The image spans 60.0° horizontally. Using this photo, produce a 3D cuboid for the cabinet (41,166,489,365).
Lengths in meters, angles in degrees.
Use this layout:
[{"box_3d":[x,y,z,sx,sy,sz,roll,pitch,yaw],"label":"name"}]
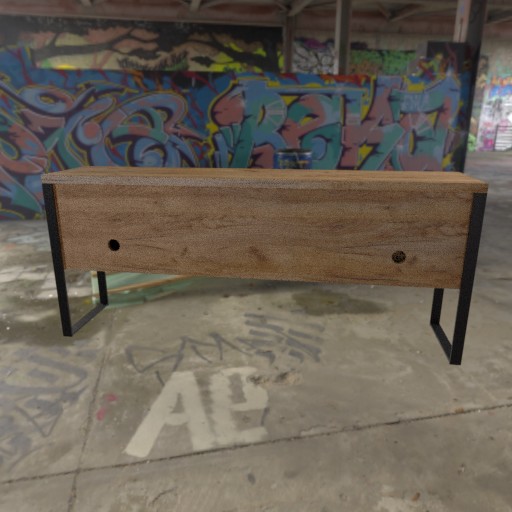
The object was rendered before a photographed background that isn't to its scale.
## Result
[{"box_3d":[0.000,0.000,2.064,1.800,0.762,0.395,2,17,8],"label":"cabinet"}]
